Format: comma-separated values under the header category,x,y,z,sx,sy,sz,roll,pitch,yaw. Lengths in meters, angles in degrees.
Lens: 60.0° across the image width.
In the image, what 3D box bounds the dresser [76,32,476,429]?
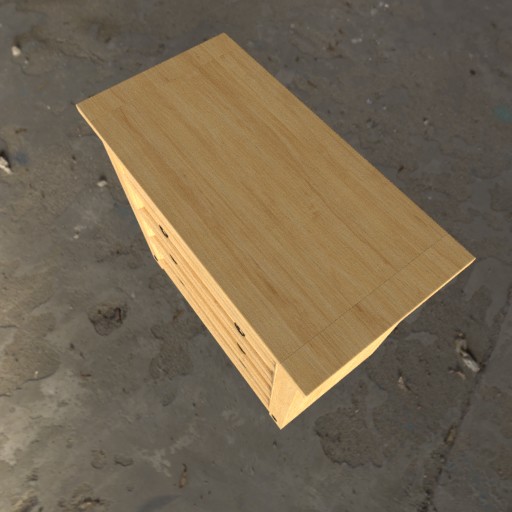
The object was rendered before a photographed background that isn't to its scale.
category,x,y,z,sx,sy,sz,roll,pitch,yaw
dresser,0.000,0.000,1.229,0.410,0.730,0.800,-34,68,-16
